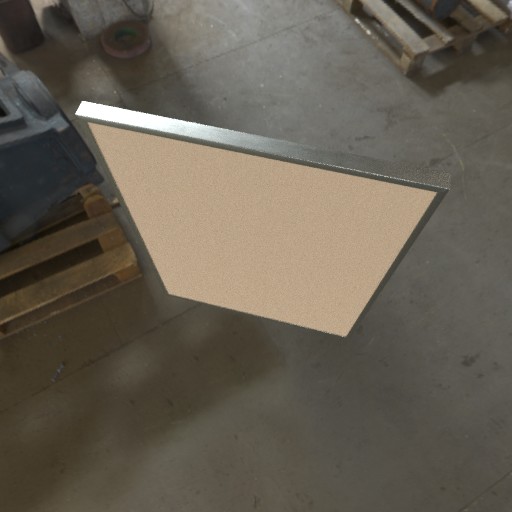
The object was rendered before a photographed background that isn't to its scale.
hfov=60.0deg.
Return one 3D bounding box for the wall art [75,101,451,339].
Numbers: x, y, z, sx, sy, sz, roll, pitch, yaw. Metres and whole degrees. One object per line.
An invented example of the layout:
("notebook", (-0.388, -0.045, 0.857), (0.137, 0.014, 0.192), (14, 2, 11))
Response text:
("wall art", (0.000, 0.000, 1.405), (0.803, 1.062, 0.041), (13, 64, 6))
